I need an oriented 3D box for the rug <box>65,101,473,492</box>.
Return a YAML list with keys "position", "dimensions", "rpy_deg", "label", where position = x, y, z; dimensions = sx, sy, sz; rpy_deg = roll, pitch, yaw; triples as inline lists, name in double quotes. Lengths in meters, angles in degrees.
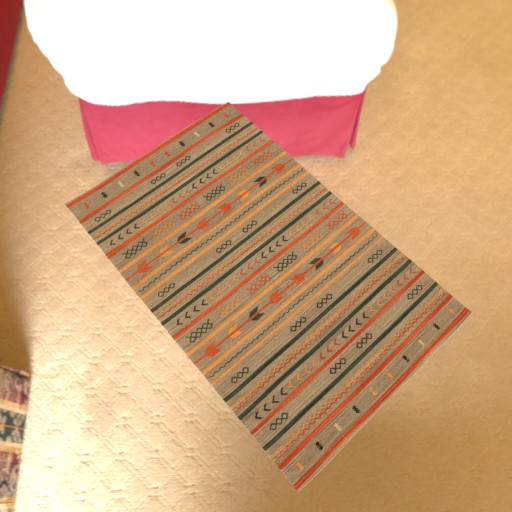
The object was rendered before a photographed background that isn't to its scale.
- position: [0.000, 0.000, 3.008]
  dimensions: [1.537, 0.029, 2.439]
  rpy_deg: [-38, 69, -17]
  label: "rug"
